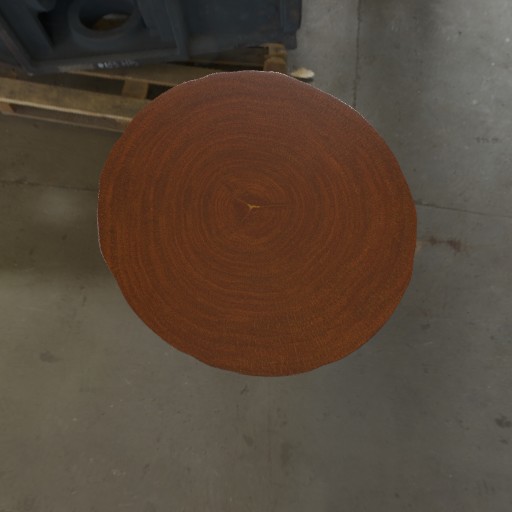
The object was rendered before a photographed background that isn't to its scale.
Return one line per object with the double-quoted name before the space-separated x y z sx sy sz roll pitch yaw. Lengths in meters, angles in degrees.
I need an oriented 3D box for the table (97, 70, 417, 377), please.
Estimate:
"table" 0.000 0.000 0.764 0.380 0.450 0.410 -38 78 -9
